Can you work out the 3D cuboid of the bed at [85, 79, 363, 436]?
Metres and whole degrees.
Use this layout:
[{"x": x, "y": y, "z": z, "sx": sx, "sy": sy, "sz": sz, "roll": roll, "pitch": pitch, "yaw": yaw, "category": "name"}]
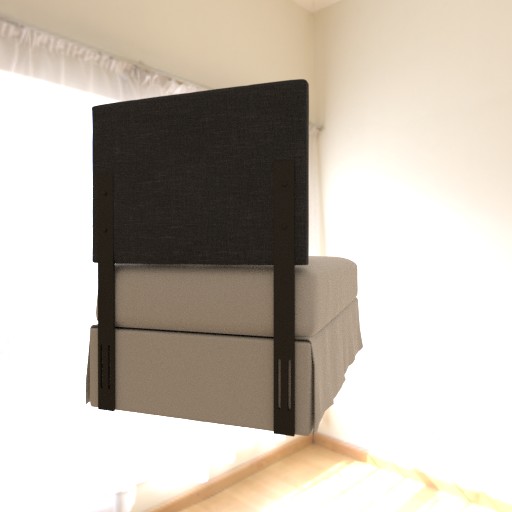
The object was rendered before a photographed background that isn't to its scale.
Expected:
[{"x": 0.000, "y": 0.000, "z": 3.034, "sx": 1.261, "sy": 1.571, "sz": 1.997, "roll": 0, "pitch": 1, "yaw": 19, "category": "bed"}]
